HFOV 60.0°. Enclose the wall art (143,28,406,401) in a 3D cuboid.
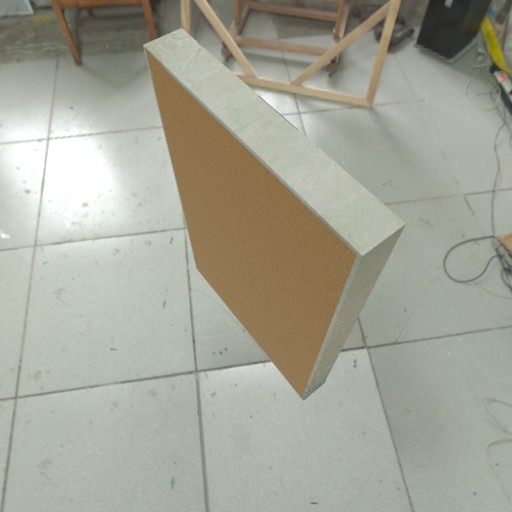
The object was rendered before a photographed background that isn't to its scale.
[{"bbox_3d":[0.000,0.000,0.482,0.038,0.381,0.254,-34,65,-18],"label":"wall art"}]
